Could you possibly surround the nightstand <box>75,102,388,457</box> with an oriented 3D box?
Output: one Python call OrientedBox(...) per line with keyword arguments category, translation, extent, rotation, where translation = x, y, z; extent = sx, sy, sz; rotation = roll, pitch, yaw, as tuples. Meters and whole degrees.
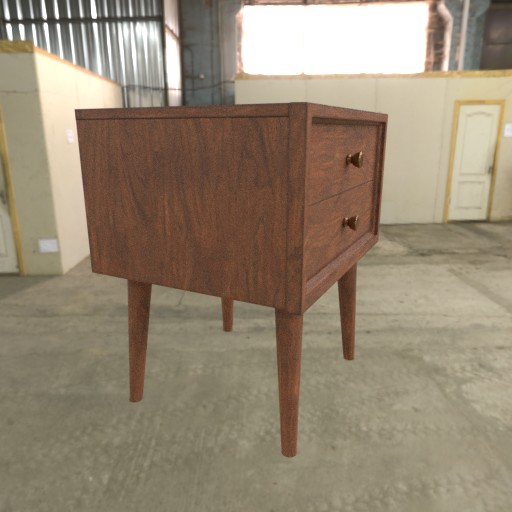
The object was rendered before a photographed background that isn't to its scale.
OrientedBox(category="nightstand", translation=(0.000, 0.000, 0.980), extent=(0.445, 0.607, 0.521), rotation=(8, 18, 26))
